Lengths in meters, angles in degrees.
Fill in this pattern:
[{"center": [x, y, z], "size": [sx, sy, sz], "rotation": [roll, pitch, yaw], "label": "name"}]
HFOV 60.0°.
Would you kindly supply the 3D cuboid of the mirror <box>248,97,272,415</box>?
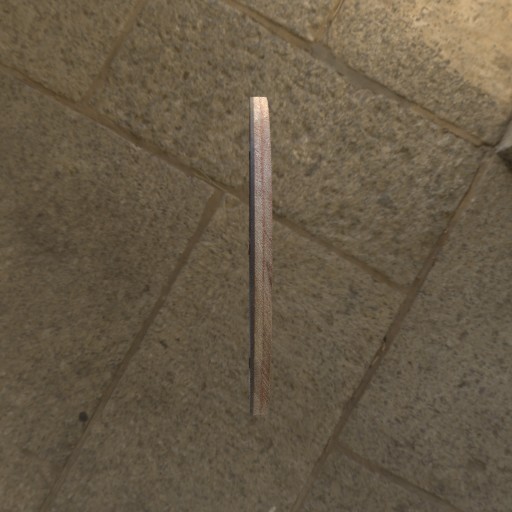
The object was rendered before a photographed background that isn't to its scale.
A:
[{"center": [0.000, 0.000, 1.052], "size": [0.038, 0.710, 0.710], "rotation": [0, 89, -1], "label": "mirror"}]
